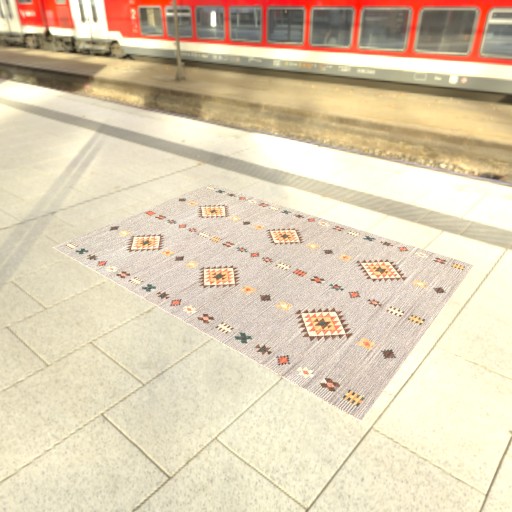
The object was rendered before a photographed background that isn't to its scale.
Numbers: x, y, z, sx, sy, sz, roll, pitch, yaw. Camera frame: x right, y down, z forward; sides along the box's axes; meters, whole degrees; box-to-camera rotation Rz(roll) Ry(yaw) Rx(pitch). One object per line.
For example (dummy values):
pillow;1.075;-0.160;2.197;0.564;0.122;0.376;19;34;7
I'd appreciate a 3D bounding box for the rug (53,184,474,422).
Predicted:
rug;0.000;0.000;2.295;1.818;0.005;1.217;22;36;33
